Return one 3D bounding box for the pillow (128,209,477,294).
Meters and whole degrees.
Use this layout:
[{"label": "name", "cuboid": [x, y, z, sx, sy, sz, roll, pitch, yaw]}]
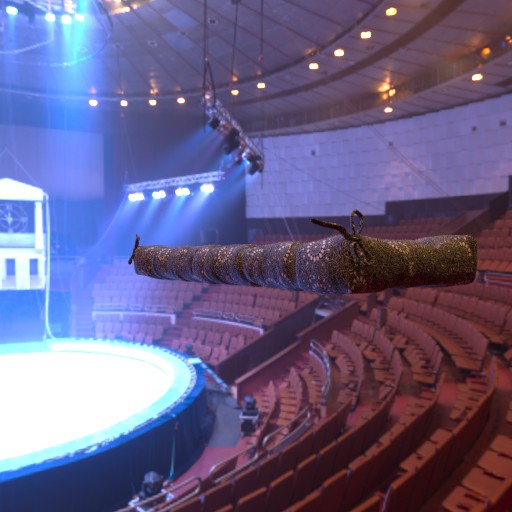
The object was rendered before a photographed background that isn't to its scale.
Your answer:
[{"label": "pillow", "cuboid": [0.000, 0.000, 1.366, 0.511, 0.174, 1.194, 0, 0, -36]}]
